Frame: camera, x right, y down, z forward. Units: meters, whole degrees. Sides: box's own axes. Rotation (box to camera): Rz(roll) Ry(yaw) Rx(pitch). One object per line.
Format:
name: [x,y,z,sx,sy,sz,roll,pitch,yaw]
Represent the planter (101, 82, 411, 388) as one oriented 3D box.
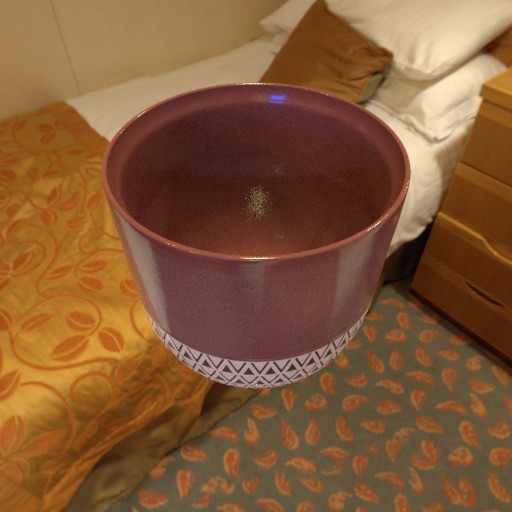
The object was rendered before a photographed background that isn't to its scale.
planter: [0.000,0.000,0.487,0.266,0.270,0.266,0,46,0]
